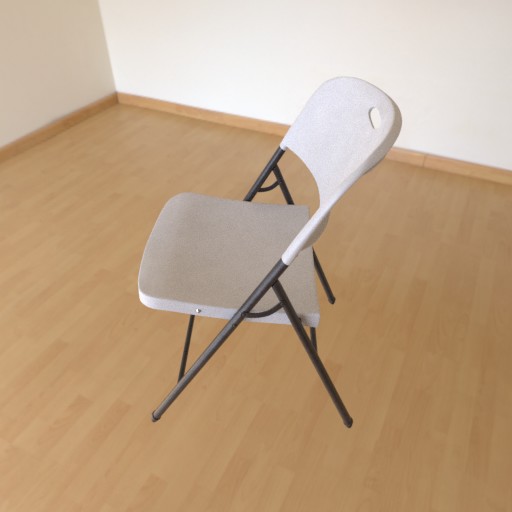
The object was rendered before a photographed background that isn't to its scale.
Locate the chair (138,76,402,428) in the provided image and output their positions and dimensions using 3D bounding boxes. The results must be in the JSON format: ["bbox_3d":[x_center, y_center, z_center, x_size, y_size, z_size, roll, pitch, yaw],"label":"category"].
[{"bbox_3d":[0.000,0.000,1.142,0.566,0.810,0.494,1,41,1],"label":"chair"}]
